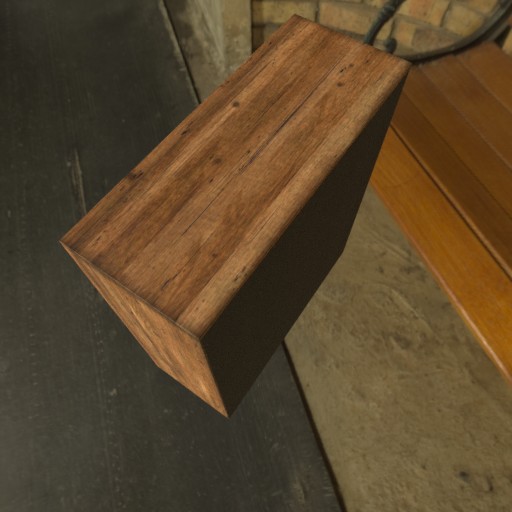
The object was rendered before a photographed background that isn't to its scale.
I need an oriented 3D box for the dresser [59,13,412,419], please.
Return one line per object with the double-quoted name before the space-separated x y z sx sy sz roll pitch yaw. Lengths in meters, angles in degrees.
"dresser" 0.000 0.000 1.822 0.438 1.359 1.067 31 66 15
